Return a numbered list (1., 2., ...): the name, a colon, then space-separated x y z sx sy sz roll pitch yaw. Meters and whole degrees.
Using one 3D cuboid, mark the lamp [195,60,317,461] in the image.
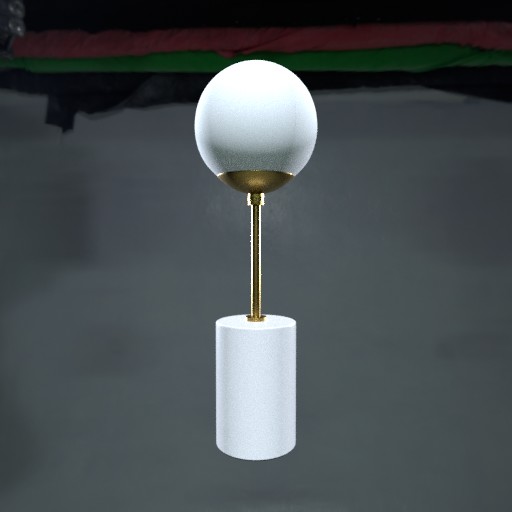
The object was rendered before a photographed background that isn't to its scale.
1. lamp: 0.000 0.000 0.565 0.153 0.480 0.153 0 2 0
